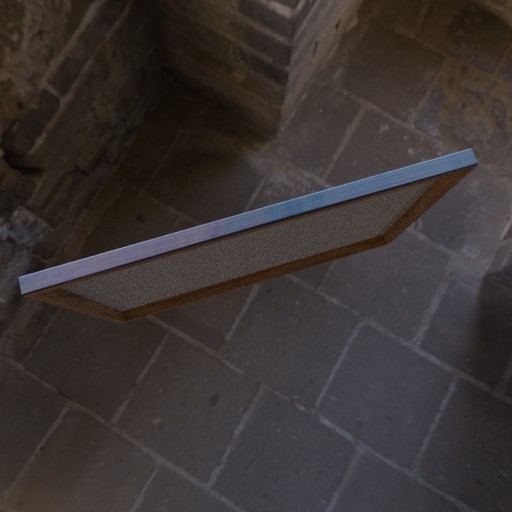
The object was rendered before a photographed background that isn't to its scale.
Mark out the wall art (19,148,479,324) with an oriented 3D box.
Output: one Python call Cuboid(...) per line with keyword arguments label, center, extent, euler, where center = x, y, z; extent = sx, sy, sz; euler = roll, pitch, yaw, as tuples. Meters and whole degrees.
Cuboid(label="wall art", center=(0.000, 0.000, 1.144), extent=(0.911, 0.605, 0.037), euler=(-16, 77, -4))
